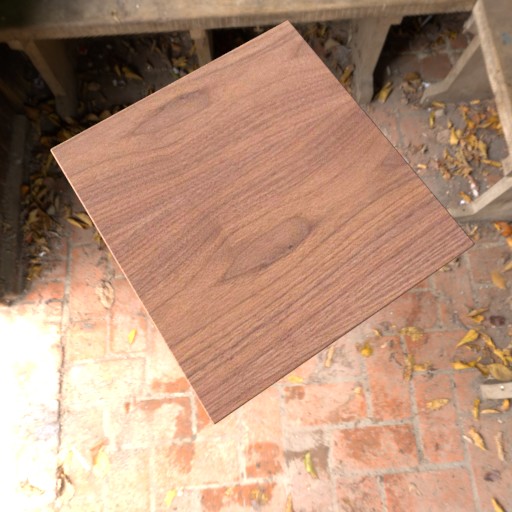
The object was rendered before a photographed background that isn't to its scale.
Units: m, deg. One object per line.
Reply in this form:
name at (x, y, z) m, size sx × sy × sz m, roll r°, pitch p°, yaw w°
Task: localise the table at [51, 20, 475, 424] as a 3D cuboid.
table at (0.000, 0.000, 0.842) m, size 0.384 × 0.567 × 0.411 m, roll -32°, pitch 77°, yaw -9°
